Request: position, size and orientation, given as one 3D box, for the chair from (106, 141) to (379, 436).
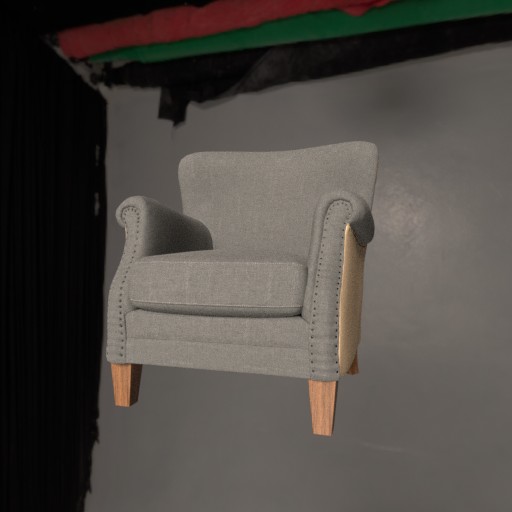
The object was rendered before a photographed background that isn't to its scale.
[{"bbox_3d":[0.000,0.000,1.643,0.861,0.936,0.921,0,1,17],"label":"chair"}]
